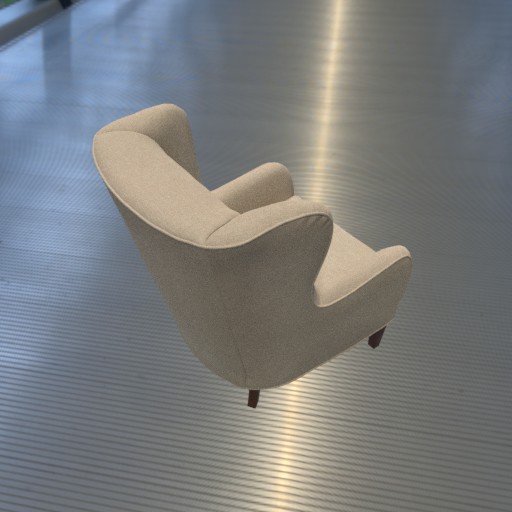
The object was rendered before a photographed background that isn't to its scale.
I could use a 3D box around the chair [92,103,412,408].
[{"bbox_3d":[0.000,0.000,1.749,0.966,1.040,0.838,-26,48,-26],"label":"chair"}]
